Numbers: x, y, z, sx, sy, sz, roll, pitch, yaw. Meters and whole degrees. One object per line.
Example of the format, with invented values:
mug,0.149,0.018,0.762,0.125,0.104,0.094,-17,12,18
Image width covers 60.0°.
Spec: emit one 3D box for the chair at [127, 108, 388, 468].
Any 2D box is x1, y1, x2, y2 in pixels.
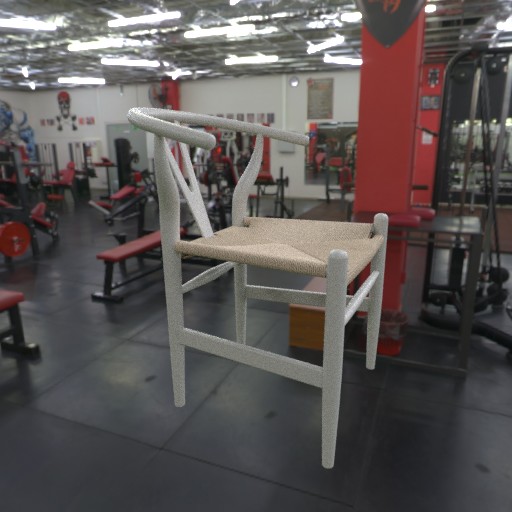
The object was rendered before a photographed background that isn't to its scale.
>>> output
chair,0.000,0.000,1.135,0.579,0.730,0.569,7,16,24
